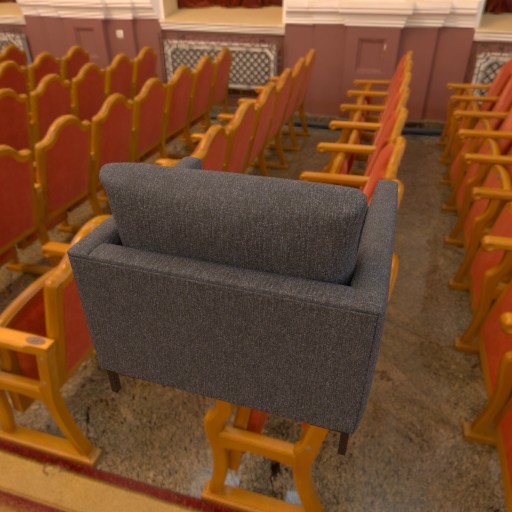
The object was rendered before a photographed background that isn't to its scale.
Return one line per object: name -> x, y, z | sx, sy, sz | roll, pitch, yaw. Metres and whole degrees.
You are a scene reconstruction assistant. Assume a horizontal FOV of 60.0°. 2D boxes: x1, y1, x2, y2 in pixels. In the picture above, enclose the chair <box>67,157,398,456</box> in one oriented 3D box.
chair -> 0.000, 0.000, 1.656 | 0.963, 0.861, 0.866 | 10, 34, 15
